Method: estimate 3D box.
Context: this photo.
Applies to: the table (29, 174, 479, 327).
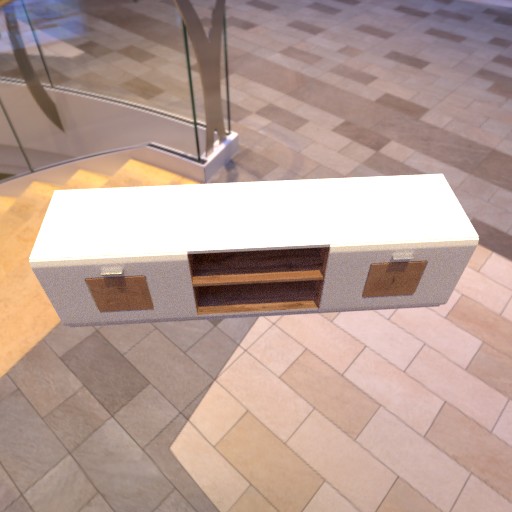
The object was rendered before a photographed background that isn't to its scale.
[{"bbox_3d":[0.000,0.000,1.796,1.550,0.440,0.400,-3,48,-3],"label":"table"}]
